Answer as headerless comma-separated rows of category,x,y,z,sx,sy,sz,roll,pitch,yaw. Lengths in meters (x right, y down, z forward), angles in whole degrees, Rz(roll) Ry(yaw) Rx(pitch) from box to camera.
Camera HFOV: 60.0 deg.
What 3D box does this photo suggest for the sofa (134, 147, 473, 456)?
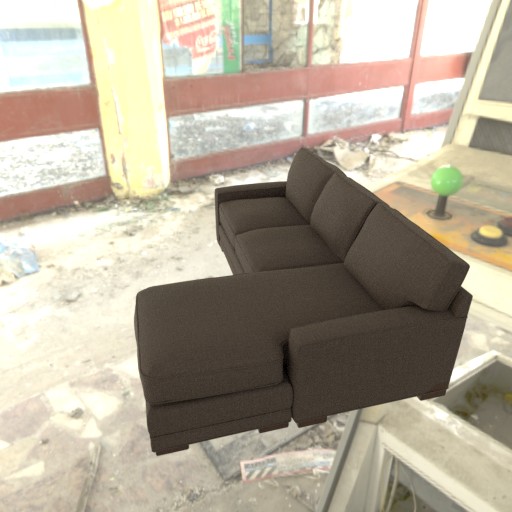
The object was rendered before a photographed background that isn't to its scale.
sofa,0.000,0.000,3.275,1.790,0.973,2.370,-7,29,-13
